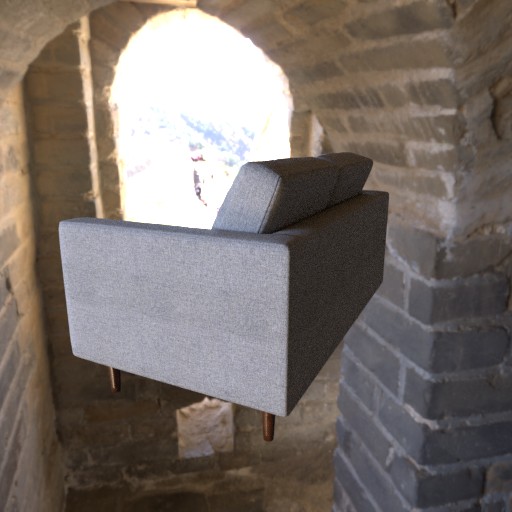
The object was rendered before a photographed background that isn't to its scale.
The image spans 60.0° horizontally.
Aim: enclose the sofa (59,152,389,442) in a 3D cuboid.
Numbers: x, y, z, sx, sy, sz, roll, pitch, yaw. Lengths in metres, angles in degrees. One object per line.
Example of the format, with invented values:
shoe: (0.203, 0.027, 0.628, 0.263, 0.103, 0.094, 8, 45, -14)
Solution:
sofa: (0.000, 0.000, 2.165, 0.969, 0.973, 1.527, 7, 16, 25)
